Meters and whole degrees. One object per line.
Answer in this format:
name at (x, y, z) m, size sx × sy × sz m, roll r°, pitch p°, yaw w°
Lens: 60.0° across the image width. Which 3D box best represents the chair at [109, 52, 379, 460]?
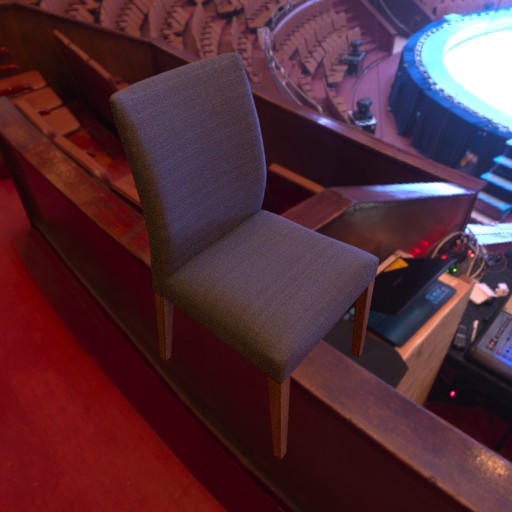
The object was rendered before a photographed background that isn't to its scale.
chair at (0.000, 0.000, 1.283) m, size 0.585 × 0.940 × 0.496 m, roll 28°, pitch 48°, yaw 28°
